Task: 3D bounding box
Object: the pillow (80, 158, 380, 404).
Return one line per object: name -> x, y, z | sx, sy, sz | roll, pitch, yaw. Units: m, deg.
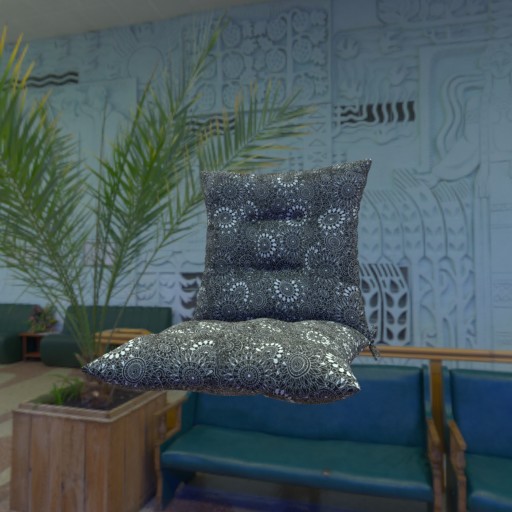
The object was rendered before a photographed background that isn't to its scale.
pillow -> 0.000, 0.000, 1.021 | 0.541, 0.536, 0.585 | -1, -2, 17
